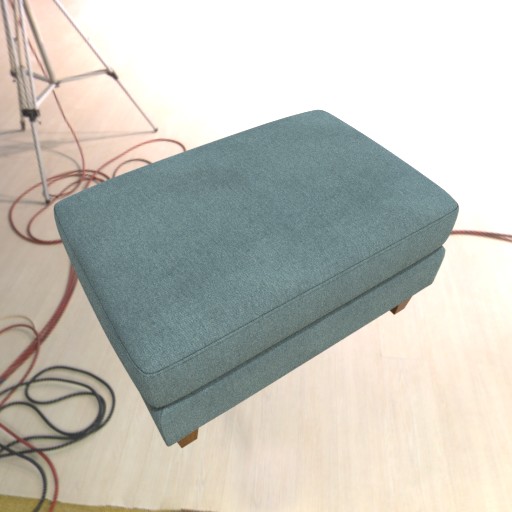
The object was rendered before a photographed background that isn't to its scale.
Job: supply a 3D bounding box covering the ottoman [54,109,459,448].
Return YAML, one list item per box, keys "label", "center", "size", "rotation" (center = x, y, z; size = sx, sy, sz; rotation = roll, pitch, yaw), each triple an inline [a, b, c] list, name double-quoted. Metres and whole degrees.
- label: "ottoman"
  center: [0.000, 0.000, 1.203]
  size: [0.864, 0.483, 0.584]
  rotation: [-26, 52, -22]
